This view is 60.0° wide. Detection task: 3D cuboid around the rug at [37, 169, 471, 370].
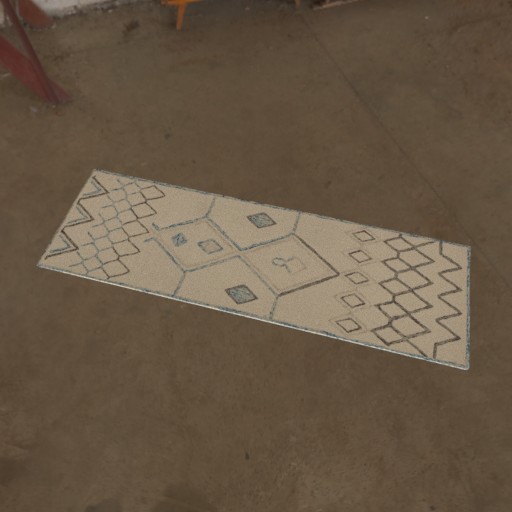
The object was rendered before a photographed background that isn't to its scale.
[{"bbox_3d":[0.000,0.000,2.605,2.434,0.013,0.770,13,59,8],"label":"rug"}]
